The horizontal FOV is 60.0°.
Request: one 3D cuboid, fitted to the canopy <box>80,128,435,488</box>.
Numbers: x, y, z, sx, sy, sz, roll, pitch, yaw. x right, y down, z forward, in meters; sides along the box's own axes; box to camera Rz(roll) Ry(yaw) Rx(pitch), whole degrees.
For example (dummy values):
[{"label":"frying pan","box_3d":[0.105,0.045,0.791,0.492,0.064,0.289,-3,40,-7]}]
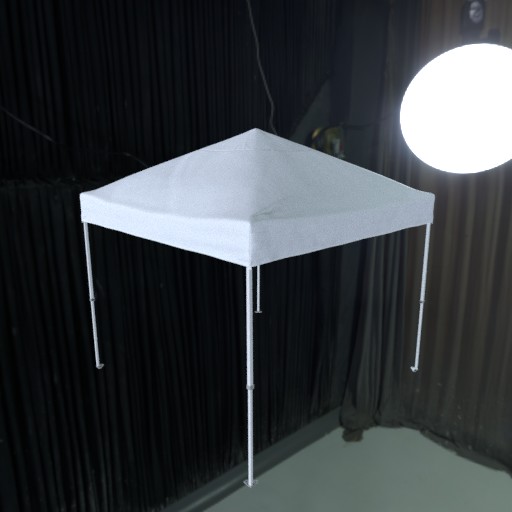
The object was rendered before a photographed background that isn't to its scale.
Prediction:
[{"label":"canopy","box_3d":[0.000,0.000,5.408,2.998,2.997,2.996,-13,19,-42]}]
